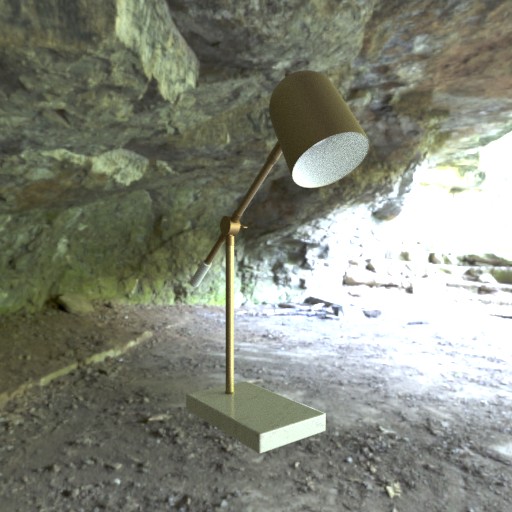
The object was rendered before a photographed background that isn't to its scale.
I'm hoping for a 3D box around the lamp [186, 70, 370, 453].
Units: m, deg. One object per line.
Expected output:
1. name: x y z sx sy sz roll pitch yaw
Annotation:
1. lamp: 0.000 0.000 0.802 0.144 0.603 0.471 -1 1 -37
